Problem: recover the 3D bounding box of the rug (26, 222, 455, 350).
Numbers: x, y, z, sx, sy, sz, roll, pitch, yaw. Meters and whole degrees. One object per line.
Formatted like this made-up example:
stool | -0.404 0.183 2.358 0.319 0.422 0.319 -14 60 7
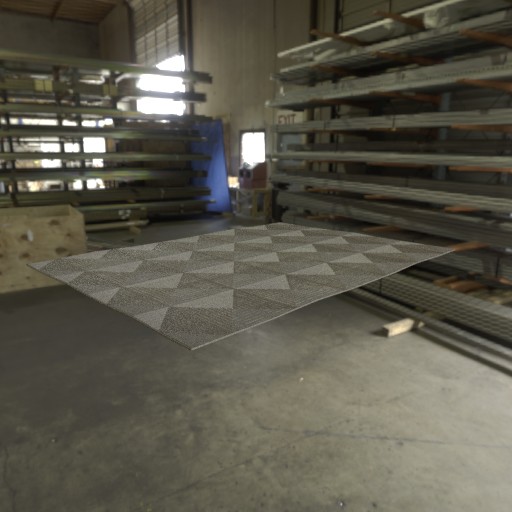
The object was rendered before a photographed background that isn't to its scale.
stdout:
rug | 0.000 0.000 4.229 3.333 0.027 2.428 -13 19 -43
